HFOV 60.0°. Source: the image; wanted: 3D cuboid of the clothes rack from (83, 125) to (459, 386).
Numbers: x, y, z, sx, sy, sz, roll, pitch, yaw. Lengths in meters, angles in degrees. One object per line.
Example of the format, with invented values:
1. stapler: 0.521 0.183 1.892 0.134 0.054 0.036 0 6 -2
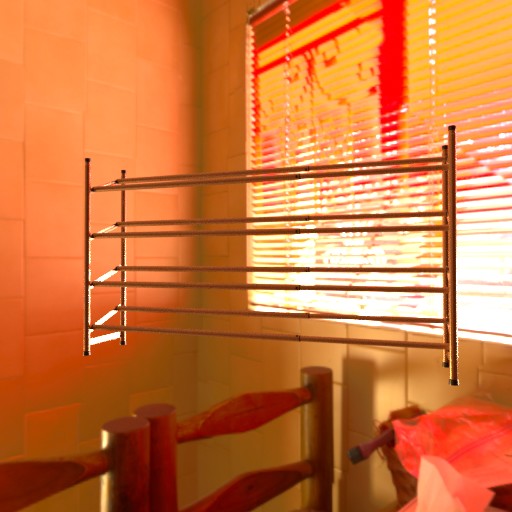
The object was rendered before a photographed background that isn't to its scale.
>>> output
1. clothes rack: 0.000 0.000 1.428 1.168 0.672 0.229 0 -1 19
